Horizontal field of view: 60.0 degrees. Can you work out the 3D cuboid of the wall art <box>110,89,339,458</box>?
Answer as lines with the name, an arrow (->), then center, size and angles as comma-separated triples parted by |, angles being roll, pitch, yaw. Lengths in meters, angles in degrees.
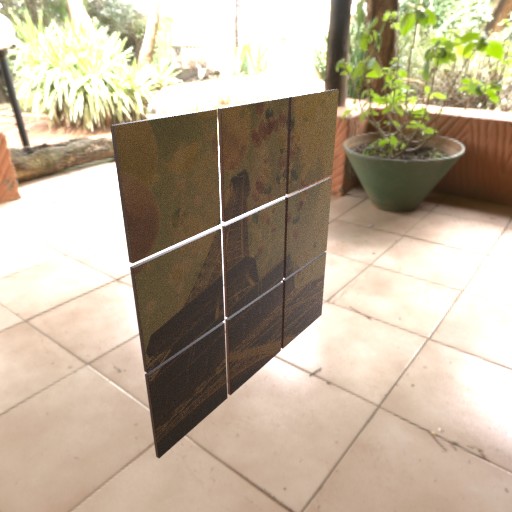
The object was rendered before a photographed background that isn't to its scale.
wall art -> 0.000, 0.000, 1.889 | 0.017, 1.246, 1.256 | 18, 31, 33
